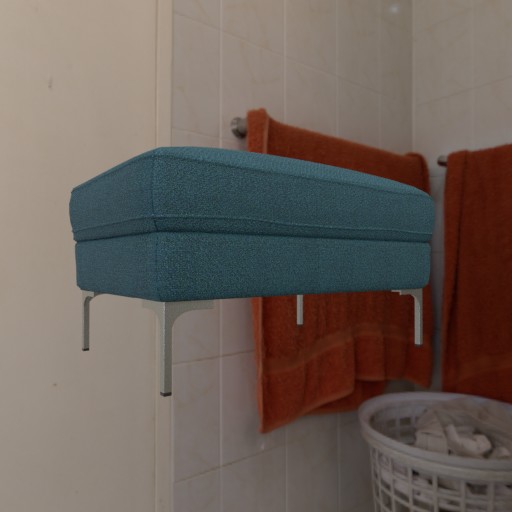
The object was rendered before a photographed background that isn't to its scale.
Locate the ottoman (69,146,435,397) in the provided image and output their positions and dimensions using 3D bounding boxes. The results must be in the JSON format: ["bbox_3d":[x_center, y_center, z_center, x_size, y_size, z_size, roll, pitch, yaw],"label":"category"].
[{"bbox_3d":[0.000,0.000,1.197,0.856,0.498,0.563,1,-1,-37],"label":"ottoman"}]
